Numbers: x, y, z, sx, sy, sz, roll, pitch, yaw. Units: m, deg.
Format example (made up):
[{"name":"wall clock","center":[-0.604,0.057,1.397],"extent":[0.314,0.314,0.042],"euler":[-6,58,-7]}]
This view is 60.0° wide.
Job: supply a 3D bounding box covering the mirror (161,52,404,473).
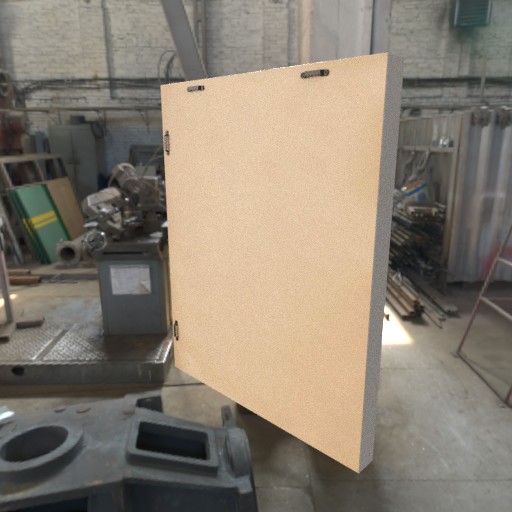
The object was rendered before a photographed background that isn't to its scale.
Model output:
[{"name":"mirror","center":[0.000,0.000,0.662],"extent":[0.405,0.508,0.041],"euler":[14,20,42]}]
